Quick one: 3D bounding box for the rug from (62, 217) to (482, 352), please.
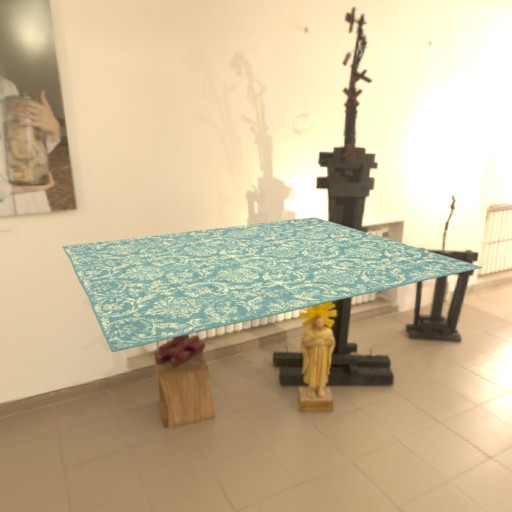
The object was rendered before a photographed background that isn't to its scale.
[{"bbox_3d":[0.000,0.000,3.973,2.980,0.012,2.363,-9,19,-27],"label":"rug"}]
